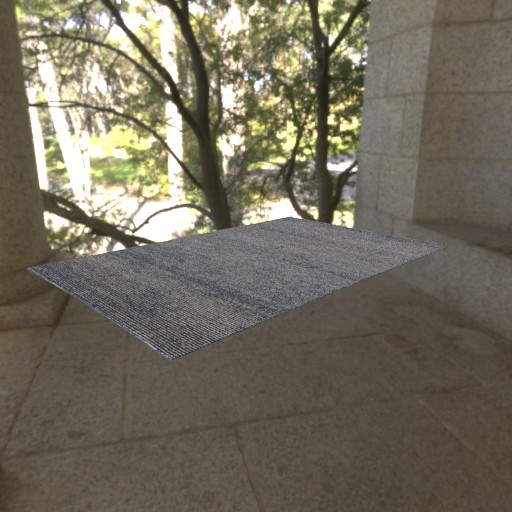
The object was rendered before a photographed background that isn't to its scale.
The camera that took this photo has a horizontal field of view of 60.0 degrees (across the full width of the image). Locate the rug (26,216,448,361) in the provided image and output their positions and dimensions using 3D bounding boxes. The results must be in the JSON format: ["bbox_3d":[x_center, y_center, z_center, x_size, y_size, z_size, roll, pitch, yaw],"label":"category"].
[{"bbox_3d":[0.000,0.000,2.146,1.740,0.010,1.135,-15,22,-42],"label":"rug"}]
